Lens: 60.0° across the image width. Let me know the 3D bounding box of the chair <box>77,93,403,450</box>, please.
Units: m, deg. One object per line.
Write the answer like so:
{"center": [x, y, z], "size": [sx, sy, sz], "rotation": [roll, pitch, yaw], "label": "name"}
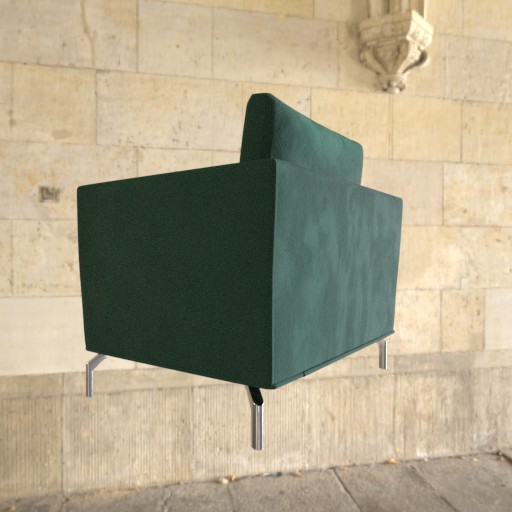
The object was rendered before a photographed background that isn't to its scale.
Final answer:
{"center": [0.000, 0.000, 1.753], "size": [0.852, 0.997, 1.047], "rotation": [0, 1, 35], "label": "chair"}
